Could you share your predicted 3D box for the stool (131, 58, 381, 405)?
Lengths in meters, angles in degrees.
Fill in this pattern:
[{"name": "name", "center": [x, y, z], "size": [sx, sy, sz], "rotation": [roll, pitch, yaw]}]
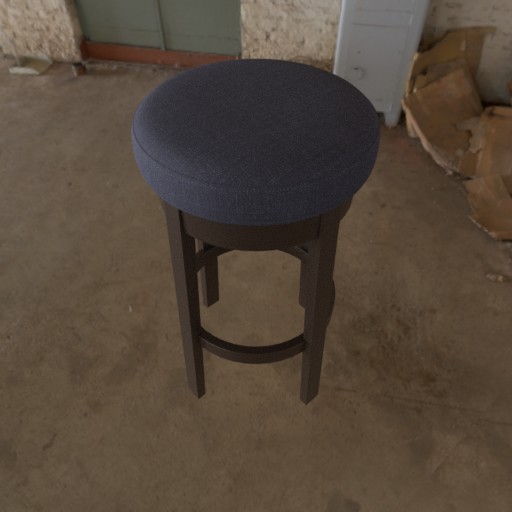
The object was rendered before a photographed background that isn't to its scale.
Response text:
[{"name": "stool", "center": [0.000, 0.000, 1.013], "size": [0.446, 0.758, 0.446], "rotation": [0, 46, 0]}]
